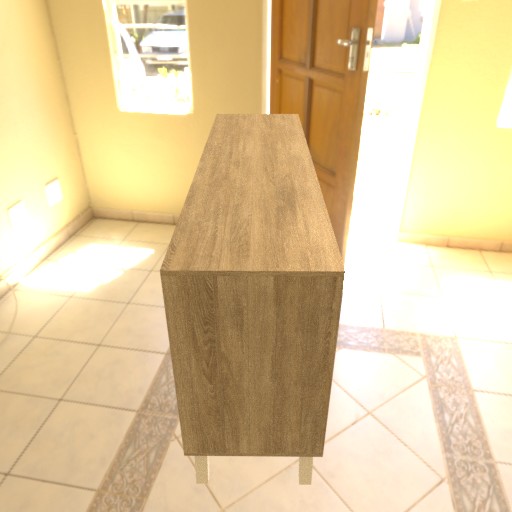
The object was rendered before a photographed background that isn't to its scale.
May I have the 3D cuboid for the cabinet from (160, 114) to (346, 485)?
[{"bbox_3d":[0.000,0.000,1.981,0.450,0.870,1.600,0,31,0],"label":"cabinet"}]
